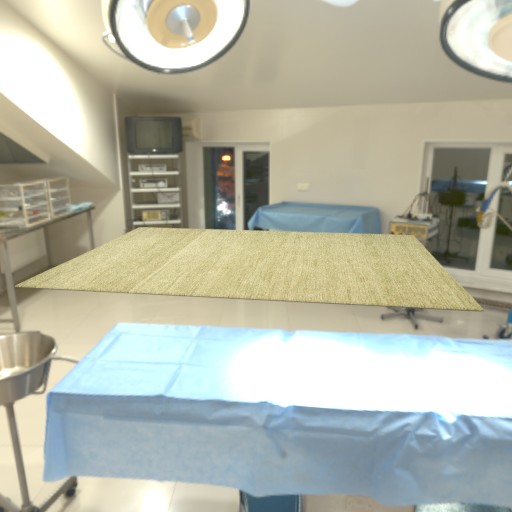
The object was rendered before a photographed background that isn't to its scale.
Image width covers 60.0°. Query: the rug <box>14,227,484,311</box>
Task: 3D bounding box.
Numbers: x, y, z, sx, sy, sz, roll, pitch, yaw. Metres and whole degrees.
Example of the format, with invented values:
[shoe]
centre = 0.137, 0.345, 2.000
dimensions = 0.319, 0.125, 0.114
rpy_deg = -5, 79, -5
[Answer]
[rug]
centre = 0.000, 0.000, 2.876
dimensions = 2.270, 0.017, 1.606
rpy_deg = 2, 15, 8
